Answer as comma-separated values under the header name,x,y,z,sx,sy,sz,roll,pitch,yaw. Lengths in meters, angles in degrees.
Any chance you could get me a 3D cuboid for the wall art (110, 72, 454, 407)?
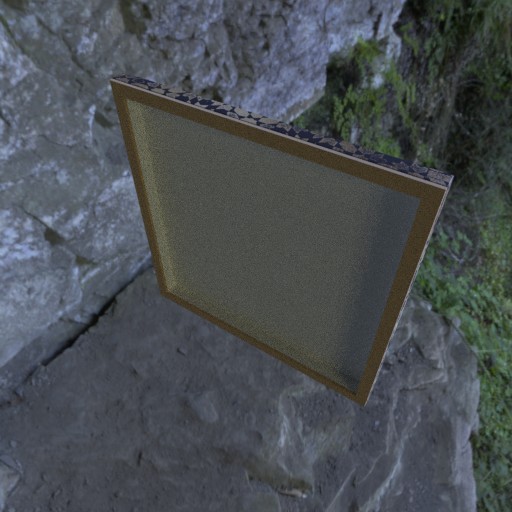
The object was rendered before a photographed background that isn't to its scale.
name,x,y,z,sx,sy,sz,roll,pitch,yaw
wall art,0.000,0.000,0.918,0.612,0.612,0.038,25,50,22
